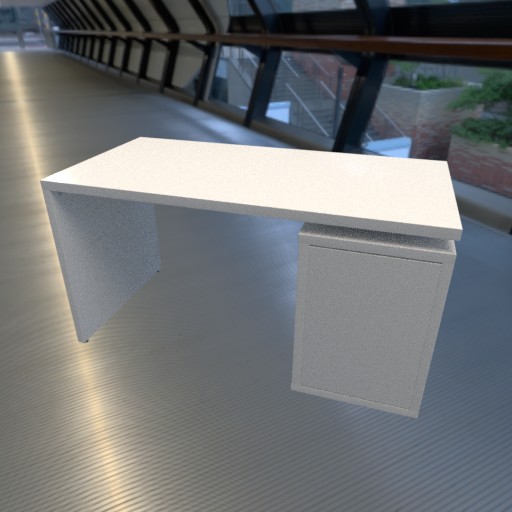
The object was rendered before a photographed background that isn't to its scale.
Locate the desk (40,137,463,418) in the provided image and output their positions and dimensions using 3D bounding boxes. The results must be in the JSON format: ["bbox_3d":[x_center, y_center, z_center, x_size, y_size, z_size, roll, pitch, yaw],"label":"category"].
[{"bbox_3d":[0.000,0.000,1.860,1.400,0.740,0.690,8,29,15],"label":"desk"}]
